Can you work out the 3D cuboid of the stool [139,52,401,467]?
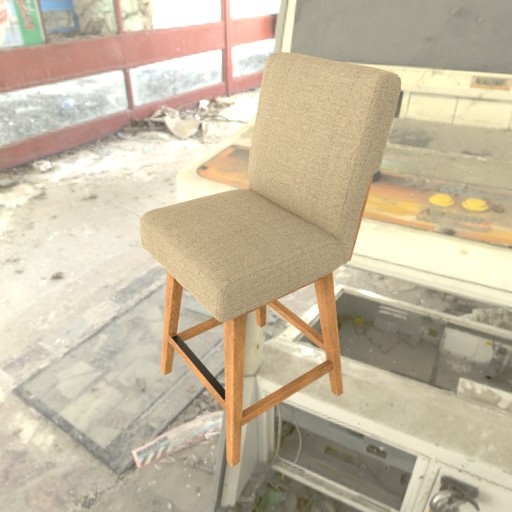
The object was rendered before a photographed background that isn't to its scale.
[{"bbox_3d":[0.000,0.000,1.282,0.526,1.010,0.459,-21,38,-30],"label":"stool"}]
